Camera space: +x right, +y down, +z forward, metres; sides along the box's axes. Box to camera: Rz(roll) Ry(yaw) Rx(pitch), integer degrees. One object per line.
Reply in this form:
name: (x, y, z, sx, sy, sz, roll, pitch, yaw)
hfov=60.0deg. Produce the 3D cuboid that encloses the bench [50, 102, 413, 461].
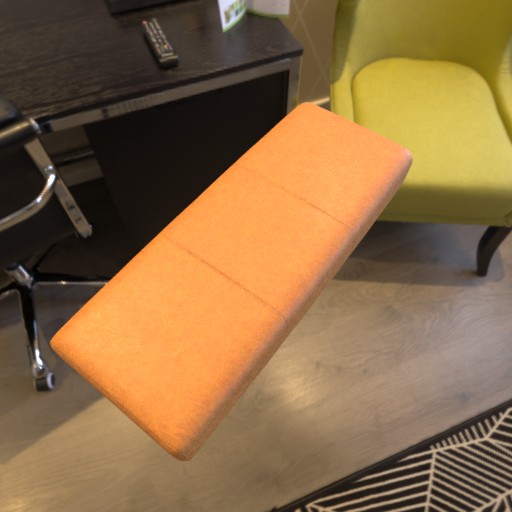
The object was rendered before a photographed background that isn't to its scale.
bench: (0.000, 0.000, 1.912, 0.653, 0.399, 1.610, 32, 63, 19)
